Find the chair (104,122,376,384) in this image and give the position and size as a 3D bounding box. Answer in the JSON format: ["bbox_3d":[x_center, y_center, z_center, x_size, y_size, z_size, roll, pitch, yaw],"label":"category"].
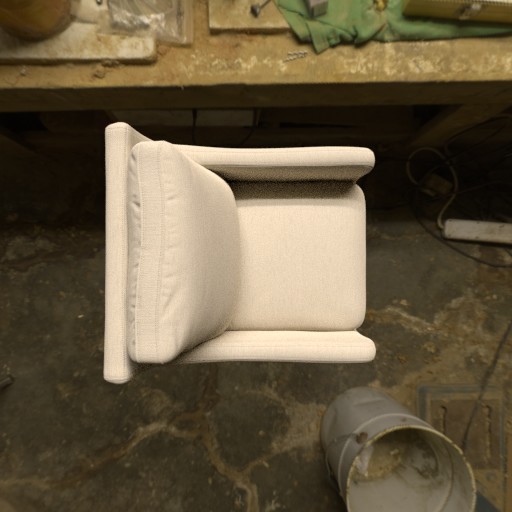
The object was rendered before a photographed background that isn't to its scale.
[{"bbox_3d":[0.000,0.000,1.389,0.694,0.914,0.626,0,89,-1],"label":"chair"}]
